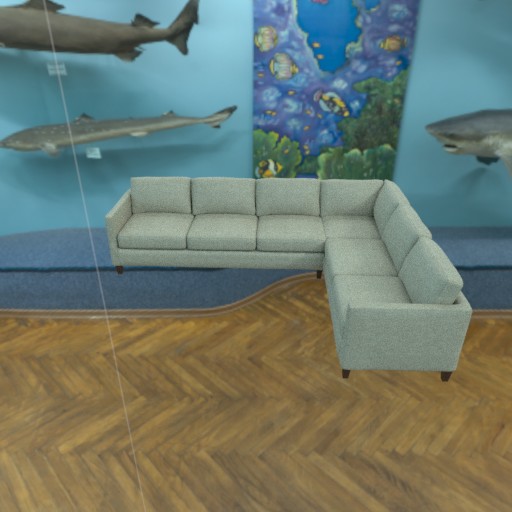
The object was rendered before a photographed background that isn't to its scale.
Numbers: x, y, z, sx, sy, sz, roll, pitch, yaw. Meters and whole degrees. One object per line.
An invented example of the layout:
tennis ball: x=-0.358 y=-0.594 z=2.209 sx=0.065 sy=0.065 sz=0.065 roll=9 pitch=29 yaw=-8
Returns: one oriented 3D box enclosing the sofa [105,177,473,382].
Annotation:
sofa: x=0.000 y=0.000 z=4.498 sx=3.333 sy=0.934 sz=2.522 roll=1 pitch=29 yaw=2
